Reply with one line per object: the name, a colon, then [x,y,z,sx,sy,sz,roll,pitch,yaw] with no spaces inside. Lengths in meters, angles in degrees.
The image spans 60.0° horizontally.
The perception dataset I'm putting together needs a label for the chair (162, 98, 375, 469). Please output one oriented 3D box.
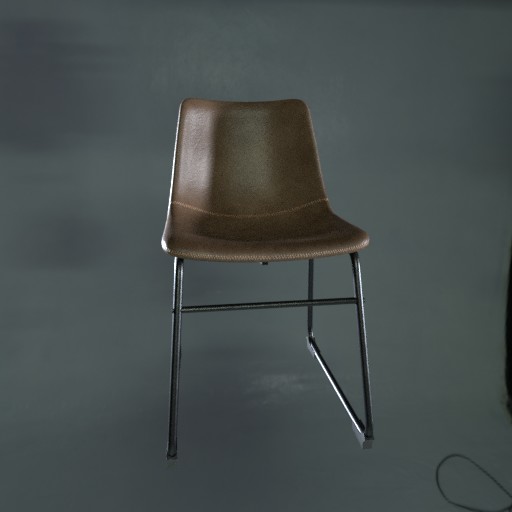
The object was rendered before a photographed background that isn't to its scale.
chair: [0.000,0.000,1.117,0.460,0.780,0.551,-2,16,-8]
